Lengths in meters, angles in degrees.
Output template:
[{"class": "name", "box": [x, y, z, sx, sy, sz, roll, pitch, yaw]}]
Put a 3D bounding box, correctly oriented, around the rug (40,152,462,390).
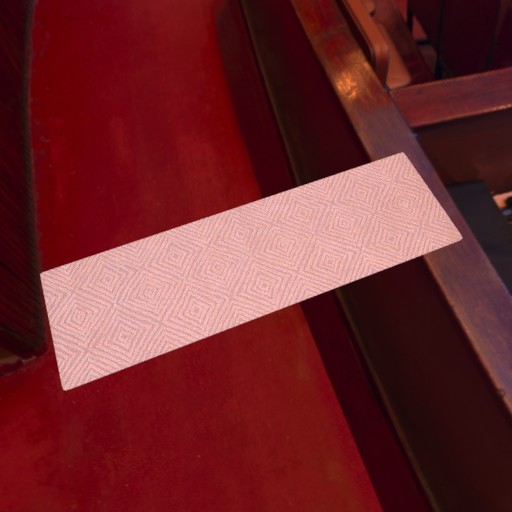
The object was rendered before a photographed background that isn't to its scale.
[{"class": "rug", "box": [0.000, 0.000, 2.476, 2.277, 0.008, 0.676, -20, 65, -10]}]
